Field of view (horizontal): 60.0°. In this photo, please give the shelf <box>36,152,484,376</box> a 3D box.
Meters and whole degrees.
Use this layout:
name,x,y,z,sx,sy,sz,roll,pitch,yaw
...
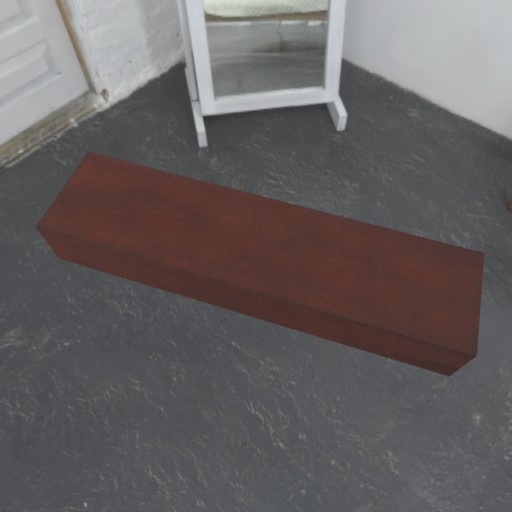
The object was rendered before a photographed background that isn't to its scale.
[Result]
name,x,y,z,sx,sy,sz,roll,pitch,yaw
shelf,0.000,0.000,0.654,0.607,0.088,0.152,16,60,9
